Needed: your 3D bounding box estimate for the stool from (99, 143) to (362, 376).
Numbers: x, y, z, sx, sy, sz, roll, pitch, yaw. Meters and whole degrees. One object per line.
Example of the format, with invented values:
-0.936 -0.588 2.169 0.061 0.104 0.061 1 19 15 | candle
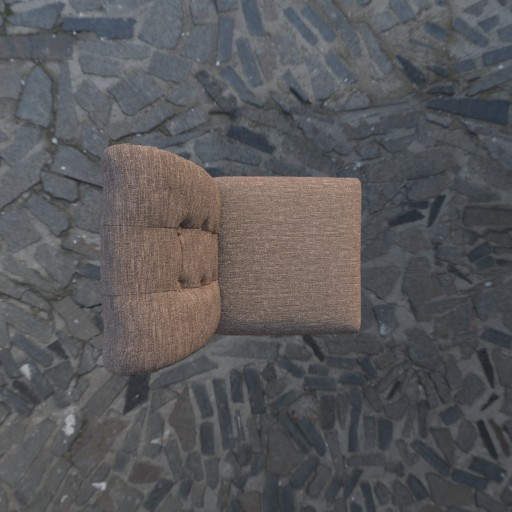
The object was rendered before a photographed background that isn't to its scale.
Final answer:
0.000 0.000 1.311 0.611 0.970 0.457 0 91 0 | stool
